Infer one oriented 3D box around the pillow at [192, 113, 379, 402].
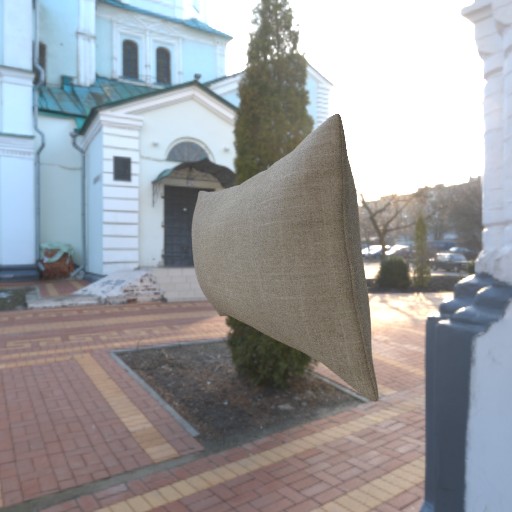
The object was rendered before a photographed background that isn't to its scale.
[{"bbox_3d":[0.000,0.000,0.719,0.155,0.282,0.612,0,1,-19],"label":"pillow"}]
